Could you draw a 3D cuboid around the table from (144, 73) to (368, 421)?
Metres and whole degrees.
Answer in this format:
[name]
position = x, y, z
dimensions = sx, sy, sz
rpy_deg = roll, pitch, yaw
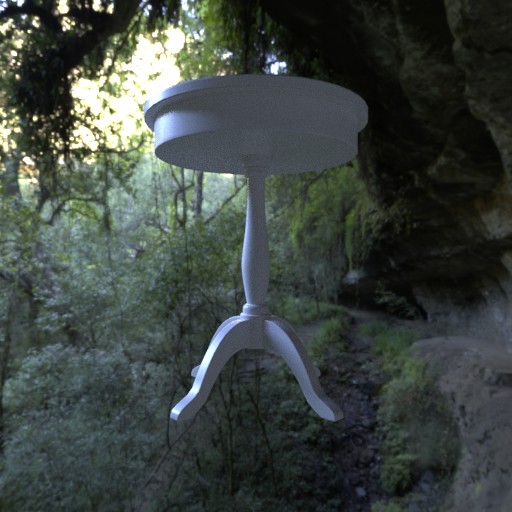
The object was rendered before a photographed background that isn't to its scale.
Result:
[table]
position = 0.000, 0.000, 1.046
dimensions = 0.513, 0.653, 0.513
rpy_deg = 0, 0, 0
